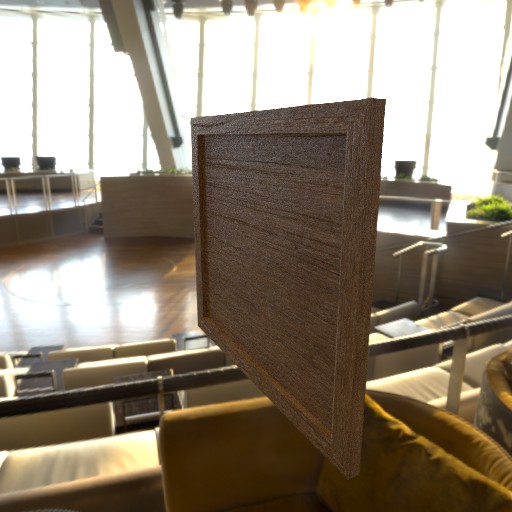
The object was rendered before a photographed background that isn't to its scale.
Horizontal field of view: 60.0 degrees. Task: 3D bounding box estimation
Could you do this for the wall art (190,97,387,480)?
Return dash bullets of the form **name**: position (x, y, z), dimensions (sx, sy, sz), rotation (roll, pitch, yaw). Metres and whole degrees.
- **wall art**: position (0.000, 0.000, 0.945), dimensions (0.026, 0.588, 0.690), rotation (-8, 17, -27)
